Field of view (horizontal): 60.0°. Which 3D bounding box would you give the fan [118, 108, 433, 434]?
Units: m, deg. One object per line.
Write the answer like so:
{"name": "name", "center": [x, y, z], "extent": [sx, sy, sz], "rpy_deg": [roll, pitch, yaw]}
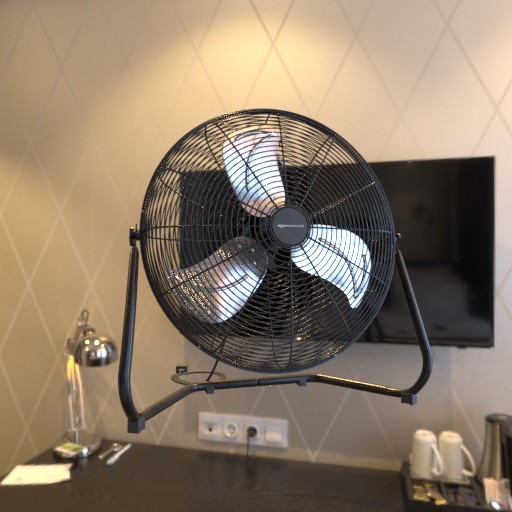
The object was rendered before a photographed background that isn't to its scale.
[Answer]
{"name": "fan", "center": [0.000, 0.000, 1.018], "extent": [0.595, 0.605, 0.470], "rpy_deg": [0, -1, -16]}
